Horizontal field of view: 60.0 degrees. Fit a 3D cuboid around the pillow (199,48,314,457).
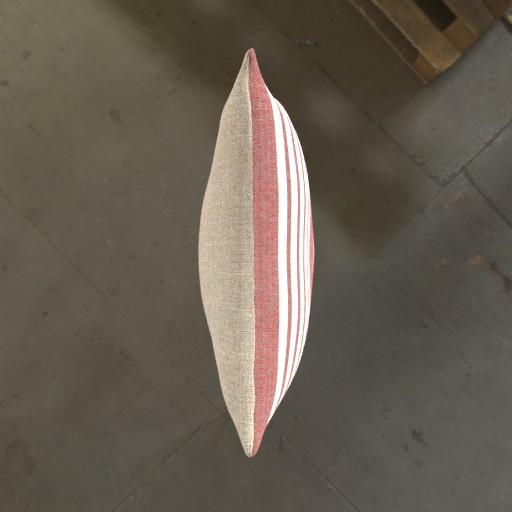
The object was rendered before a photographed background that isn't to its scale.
[{"bbox_3d":[0.000,0.000,0.669,0.182,0.427,0.439,0,90,1],"label":"pillow"}]
